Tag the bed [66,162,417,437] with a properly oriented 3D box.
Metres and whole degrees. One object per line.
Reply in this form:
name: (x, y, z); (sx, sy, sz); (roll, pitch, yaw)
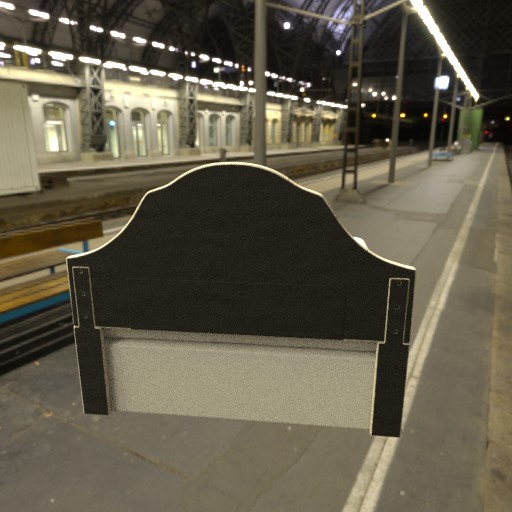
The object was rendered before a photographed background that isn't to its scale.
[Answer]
bed: (0.000, 0.000, 3.463); (2.012, 1.555, 2.086); (2, 15, 7)
